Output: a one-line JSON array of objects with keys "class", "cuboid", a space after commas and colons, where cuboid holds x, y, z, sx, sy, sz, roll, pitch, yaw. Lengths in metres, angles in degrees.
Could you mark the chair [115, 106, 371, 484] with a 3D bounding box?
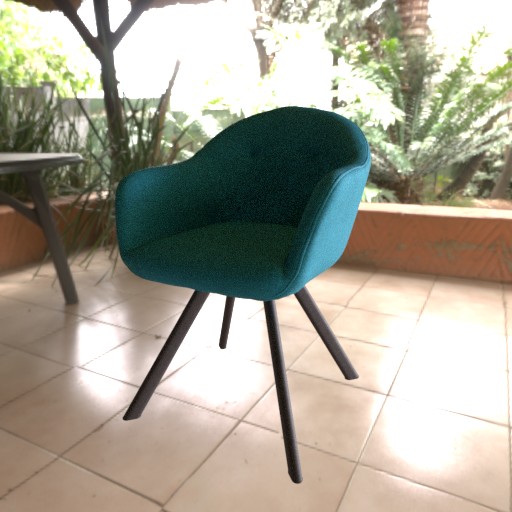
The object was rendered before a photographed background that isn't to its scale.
[{"class": "chair", "cuboid": [0.000, 0.000, 1.155, 0.545, 0.775, 0.565, 7, 17, 26]}]
